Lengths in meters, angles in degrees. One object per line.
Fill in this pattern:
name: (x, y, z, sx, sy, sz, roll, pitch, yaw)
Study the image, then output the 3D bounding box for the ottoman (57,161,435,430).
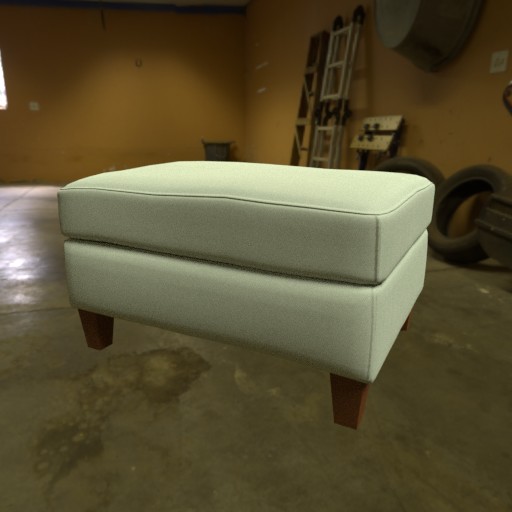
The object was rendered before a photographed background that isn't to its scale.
ottoman: (0.000, 0.000, 1.208, 0.818, 0.496, 0.634, 8, 17, 27)
